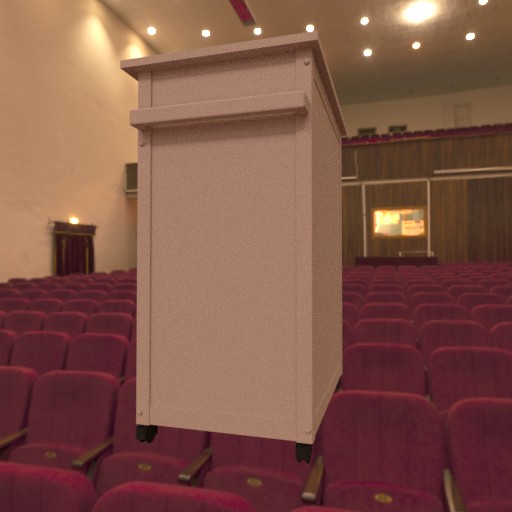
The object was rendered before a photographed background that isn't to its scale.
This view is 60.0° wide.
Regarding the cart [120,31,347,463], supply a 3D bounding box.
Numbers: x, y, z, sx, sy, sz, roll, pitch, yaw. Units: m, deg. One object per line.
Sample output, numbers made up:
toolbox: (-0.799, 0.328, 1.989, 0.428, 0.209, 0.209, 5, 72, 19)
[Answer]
cart: (0.000, 0.000, 1.228, 0.442, 0.864, 0.683, 0, -1, 17)
